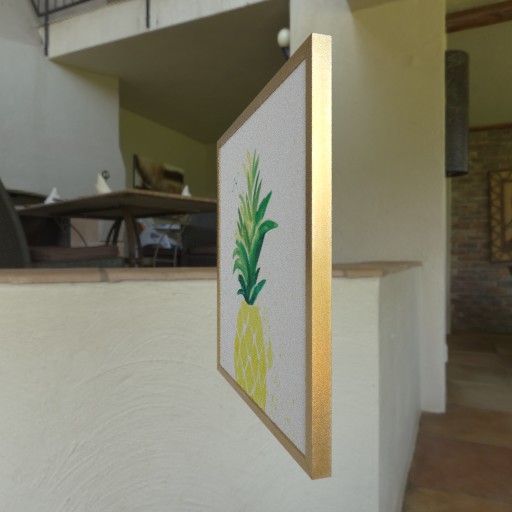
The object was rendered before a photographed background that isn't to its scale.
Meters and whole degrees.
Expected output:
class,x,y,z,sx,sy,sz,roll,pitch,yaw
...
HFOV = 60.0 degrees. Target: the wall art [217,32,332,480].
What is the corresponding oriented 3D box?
class,x,y,z,sx,sy,sz,roll,pitch,yaw
wall art,0.000,0.000,1.122,0.037,0.760,0.762,0,0,-17
